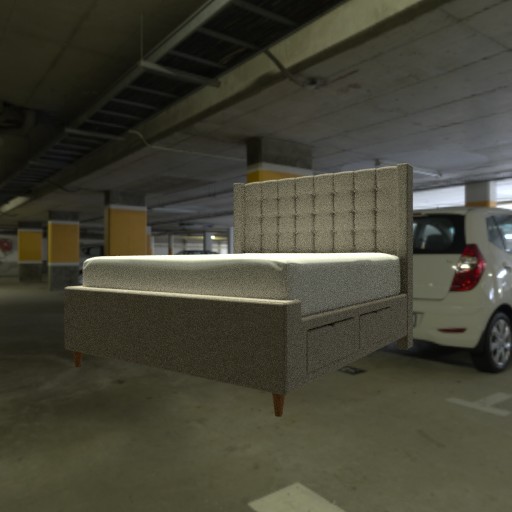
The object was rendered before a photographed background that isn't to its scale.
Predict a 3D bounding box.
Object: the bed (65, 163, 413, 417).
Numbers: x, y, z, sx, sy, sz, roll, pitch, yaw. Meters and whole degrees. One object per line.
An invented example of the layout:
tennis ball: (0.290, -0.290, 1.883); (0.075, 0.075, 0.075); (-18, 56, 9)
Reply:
bed: (0.000, 0.000, 3.881); (2.044, 1.748, 2.372); (0, 0, 35)
